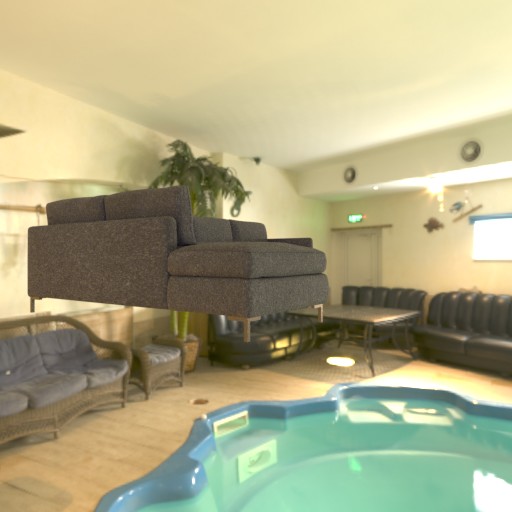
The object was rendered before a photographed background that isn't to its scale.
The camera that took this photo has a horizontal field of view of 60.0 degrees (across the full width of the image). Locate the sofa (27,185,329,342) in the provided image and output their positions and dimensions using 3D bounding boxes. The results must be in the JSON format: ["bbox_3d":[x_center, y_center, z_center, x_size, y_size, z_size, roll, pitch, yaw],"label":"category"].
[{"bbox_3d":[0.000,0.000,3.788,2.007,0.815,2.949,0,0,35],"label":"sofa"}]
